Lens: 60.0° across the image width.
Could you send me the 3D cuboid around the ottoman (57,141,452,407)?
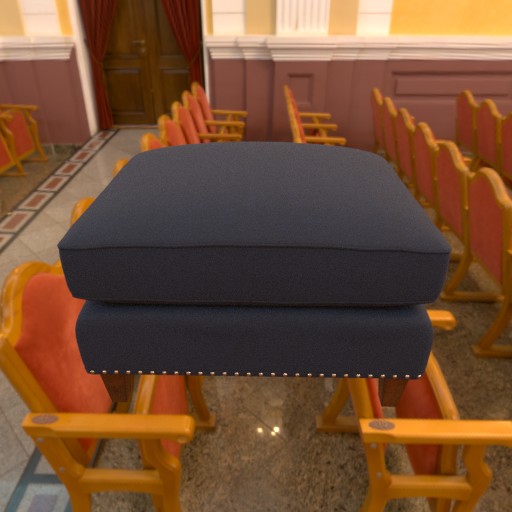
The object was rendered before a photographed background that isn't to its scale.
[{"bbox_3d":[0.000,0.000,1.138,0.741,0.513,0.584,1,30,1],"label":"ottoman"}]
